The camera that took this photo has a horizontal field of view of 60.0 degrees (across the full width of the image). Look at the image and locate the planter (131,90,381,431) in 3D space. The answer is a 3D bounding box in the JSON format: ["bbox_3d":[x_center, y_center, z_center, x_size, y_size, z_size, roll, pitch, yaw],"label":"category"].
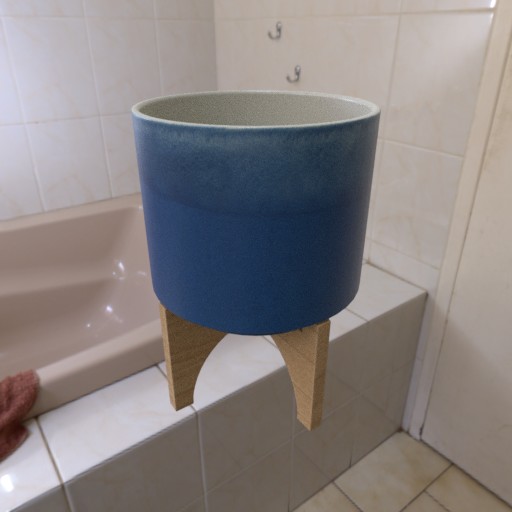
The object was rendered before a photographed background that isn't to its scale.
[{"bbox_3d":[0.000,0.000,0.560,0.261,0.367,0.261,0,27,0],"label":"planter"}]
